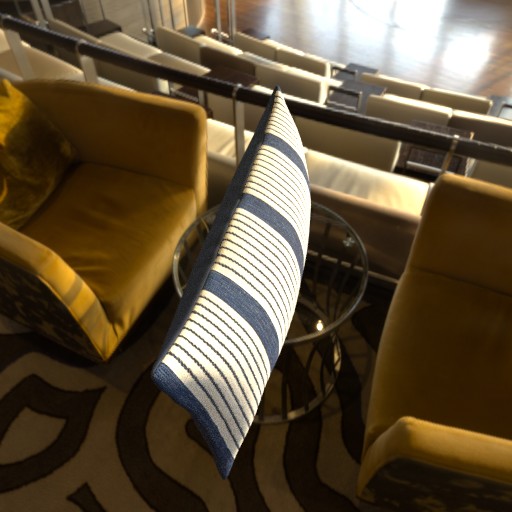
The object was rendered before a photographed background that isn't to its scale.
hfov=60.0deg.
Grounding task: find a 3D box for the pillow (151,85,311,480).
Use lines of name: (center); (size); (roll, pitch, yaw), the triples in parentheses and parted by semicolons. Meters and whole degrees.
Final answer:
pillow: (0.000, 0.000, 0.725); (0.156, 0.292, 0.608); (10, 49, 9)
